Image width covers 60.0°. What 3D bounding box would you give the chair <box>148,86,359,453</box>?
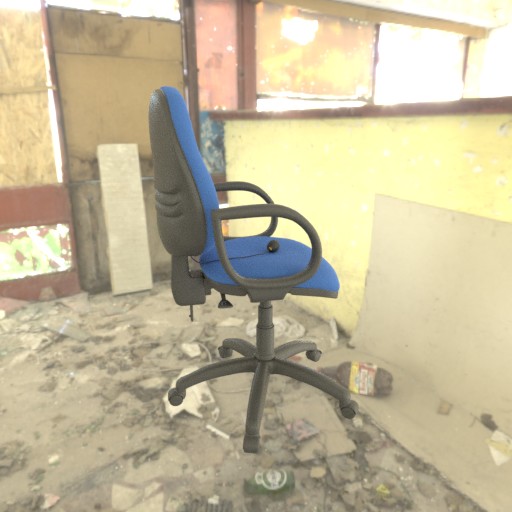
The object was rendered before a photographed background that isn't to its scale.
[{"bbox_3d":[0.000,0.000,1.267,0.549,0.905,0.552,-3,17,-11],"label":"chair"}]
